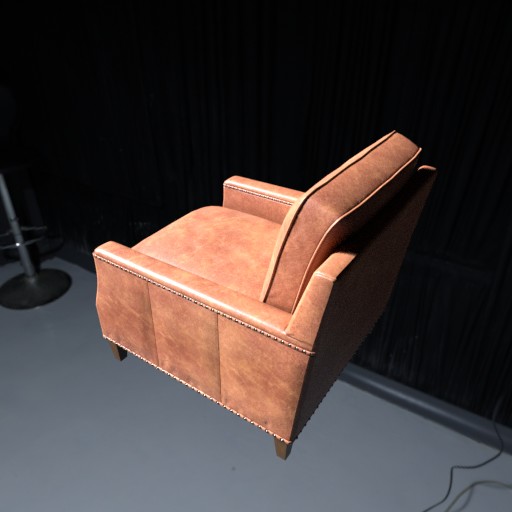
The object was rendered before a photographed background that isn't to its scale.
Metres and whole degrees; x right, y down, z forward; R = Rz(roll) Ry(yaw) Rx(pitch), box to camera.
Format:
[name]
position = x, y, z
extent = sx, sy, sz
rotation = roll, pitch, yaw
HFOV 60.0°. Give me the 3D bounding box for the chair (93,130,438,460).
[chair]
position = 0.000, 0.000, 1.711
extent = 1.014, 0.943, 0.853
rotation = 20, 37, 28
